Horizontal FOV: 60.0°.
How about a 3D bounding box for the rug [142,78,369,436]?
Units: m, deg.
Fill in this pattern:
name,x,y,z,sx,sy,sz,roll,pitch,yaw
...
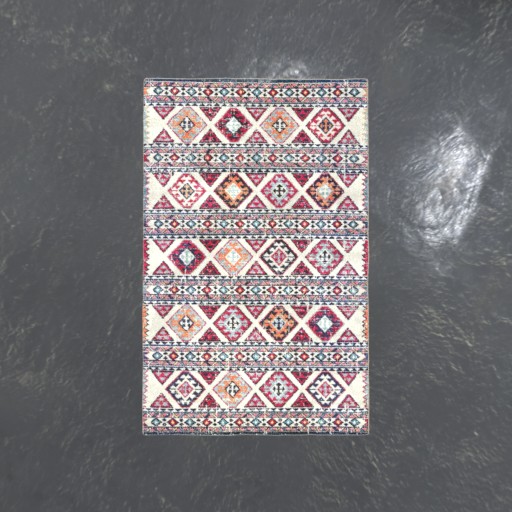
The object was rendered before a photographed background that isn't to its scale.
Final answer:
name,x,y,z,sx,sy,sz,roll,pitch,yaw
rug,0.000,0.000,3.024,1.545,0.010,2.440,0,89,0
